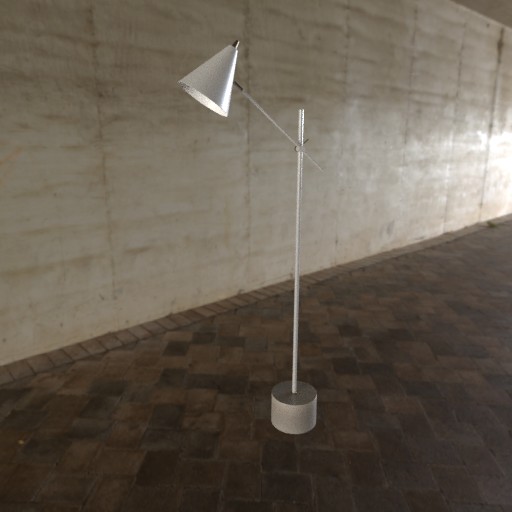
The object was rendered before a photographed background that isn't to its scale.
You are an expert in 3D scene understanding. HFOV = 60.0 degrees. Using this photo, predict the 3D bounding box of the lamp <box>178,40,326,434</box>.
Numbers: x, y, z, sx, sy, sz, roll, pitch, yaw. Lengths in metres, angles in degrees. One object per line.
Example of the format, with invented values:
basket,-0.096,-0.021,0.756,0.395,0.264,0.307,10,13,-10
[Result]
lamp,0.000,0.000,1.612,0.508,1.430,0.223,-3,15,-10
